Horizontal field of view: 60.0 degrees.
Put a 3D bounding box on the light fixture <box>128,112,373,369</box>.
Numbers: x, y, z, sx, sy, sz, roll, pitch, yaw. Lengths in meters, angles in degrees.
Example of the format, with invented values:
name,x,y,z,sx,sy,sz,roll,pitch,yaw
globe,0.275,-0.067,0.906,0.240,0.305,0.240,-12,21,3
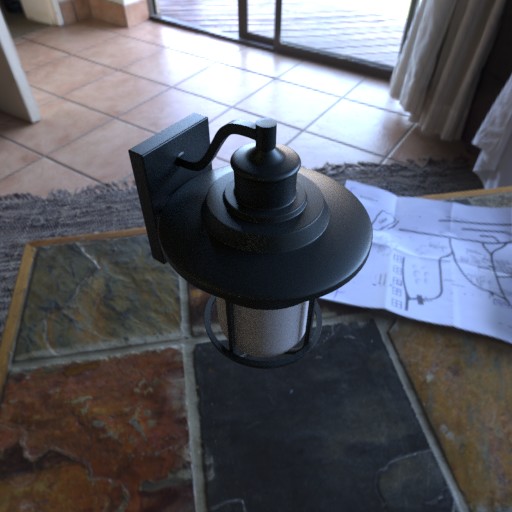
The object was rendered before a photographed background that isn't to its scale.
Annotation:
name,x,y,z,sx,sy,sz,roll,pitch,yaw
light fixture,0.000,0.000,0.520,0.252,0.345,0.222,27,50,25
